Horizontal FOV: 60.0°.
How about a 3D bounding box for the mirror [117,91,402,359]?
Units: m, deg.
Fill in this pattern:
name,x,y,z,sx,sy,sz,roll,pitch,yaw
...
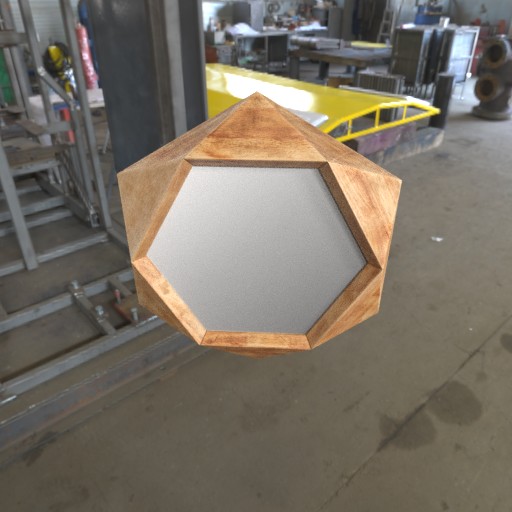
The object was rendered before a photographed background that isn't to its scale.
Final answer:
name,x,y,z,sx,sy,sz,roll,pitch,yaw
mirror,0.000,0.000,1.116,0.675,0.779,0.091,2,31,3
